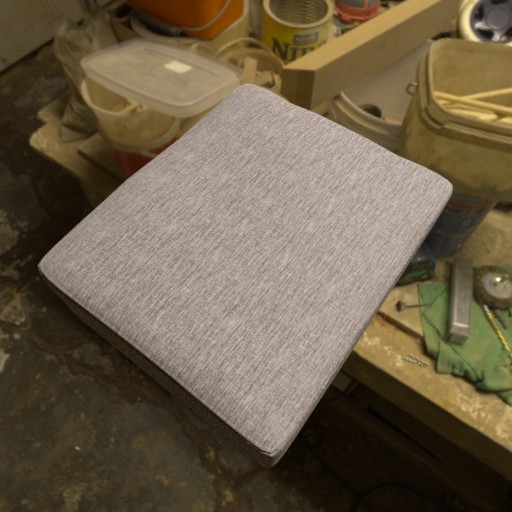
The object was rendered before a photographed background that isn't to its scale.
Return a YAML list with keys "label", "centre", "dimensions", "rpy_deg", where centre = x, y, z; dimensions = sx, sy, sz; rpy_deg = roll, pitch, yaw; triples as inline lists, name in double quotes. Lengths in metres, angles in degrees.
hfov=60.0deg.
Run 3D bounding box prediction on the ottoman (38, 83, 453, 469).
- label: "ottoman"
  centre: [0.000, 0.000, 1.457]
  dimensions: [0.839, 0.492, 0.994]
  rpy_deg: [33, 64, 18]
